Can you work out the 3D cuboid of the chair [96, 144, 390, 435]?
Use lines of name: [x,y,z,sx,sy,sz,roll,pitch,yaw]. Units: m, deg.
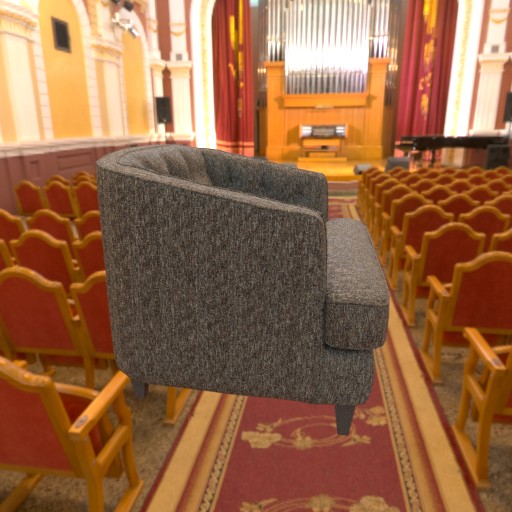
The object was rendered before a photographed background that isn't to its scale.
chair: [0.000,0.000,1.778,0.941,0.852,1.104,3,17,9]
